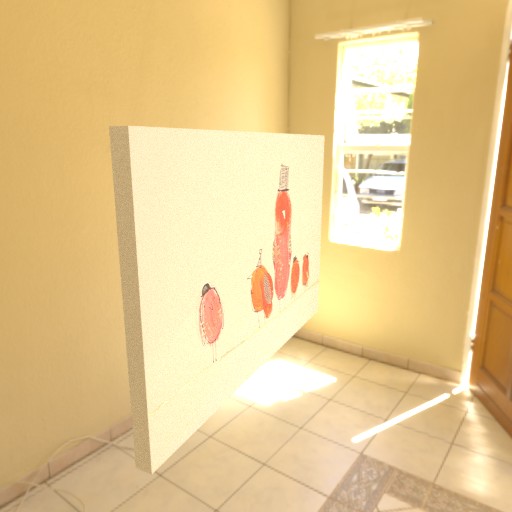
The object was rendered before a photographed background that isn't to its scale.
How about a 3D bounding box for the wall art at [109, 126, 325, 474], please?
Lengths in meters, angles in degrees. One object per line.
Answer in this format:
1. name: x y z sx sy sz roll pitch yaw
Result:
1. wall art: 0.000 0.000 1.135 0.038 0.609 0.914 7 16 26
